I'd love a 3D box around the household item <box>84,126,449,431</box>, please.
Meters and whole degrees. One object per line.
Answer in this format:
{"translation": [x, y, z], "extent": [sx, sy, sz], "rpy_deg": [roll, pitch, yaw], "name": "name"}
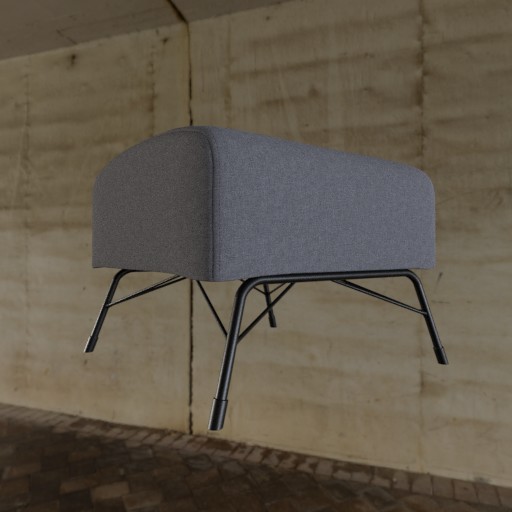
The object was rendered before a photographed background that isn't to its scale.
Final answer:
{"translation": [0.000, 0.000, 0.895], "extent": [0.530, 0.410, 0.530], "rpy_deg": [0, 1, -37], "name": "household item"}
